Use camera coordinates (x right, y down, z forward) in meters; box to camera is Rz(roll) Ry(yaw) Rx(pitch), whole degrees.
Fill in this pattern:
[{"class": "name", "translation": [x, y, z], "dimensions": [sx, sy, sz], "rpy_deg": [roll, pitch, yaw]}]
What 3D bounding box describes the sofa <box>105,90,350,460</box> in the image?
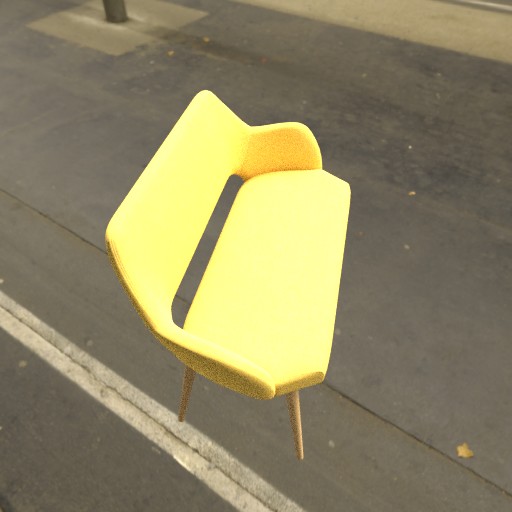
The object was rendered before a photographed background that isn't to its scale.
[{"class": "sofa", "translation": [0.000, 0.000, 1.604], "dimensions": [0.610, 0.840, 1.150], "rpy_deg": [9, 47, 9]}]
